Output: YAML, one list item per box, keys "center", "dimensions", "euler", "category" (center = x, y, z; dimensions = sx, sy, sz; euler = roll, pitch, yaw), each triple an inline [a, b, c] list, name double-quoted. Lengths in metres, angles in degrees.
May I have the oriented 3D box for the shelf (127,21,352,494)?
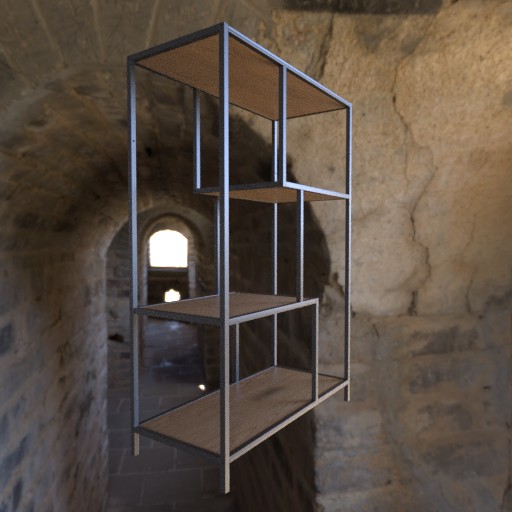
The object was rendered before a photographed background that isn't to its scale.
- center: [0.000, 0.000, 1.482]
  dimensions: [0.350, 1.138, 0.770]
  euler: [1, 3, 35]
  category: "shelf"
